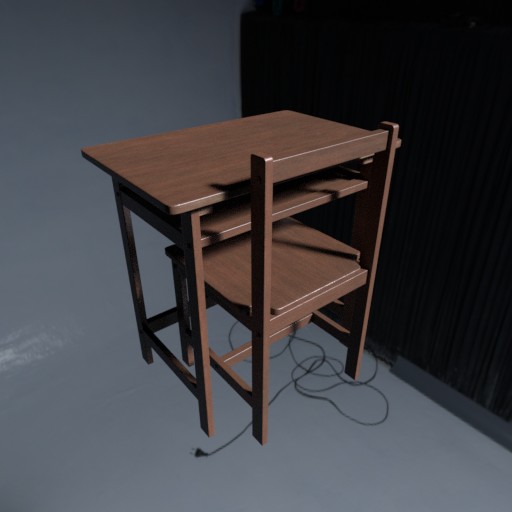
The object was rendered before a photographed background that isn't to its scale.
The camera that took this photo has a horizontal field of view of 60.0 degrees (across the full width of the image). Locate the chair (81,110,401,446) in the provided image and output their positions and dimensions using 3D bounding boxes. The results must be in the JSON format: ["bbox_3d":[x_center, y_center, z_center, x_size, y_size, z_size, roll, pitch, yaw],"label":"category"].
[{"bbox_3d":[0.000,0.000,1.086,0.599,0.673,0.463,-22,37,-33],"label":"chair"}]
